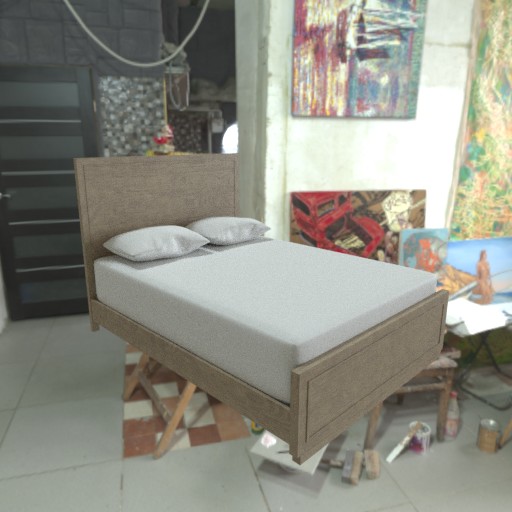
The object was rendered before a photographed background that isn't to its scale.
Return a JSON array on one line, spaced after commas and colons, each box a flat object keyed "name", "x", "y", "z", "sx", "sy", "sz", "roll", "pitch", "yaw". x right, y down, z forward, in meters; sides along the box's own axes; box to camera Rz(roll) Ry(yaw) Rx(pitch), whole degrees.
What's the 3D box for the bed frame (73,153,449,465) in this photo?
[{"name": "bed frame", "x": 0.000, "y": 0.000, "z": 3.221, "sx": 1.606, "sy": 1.369, "sz": 2.189, "roll": -14, "pitch": 21, "yaw": -43}]
